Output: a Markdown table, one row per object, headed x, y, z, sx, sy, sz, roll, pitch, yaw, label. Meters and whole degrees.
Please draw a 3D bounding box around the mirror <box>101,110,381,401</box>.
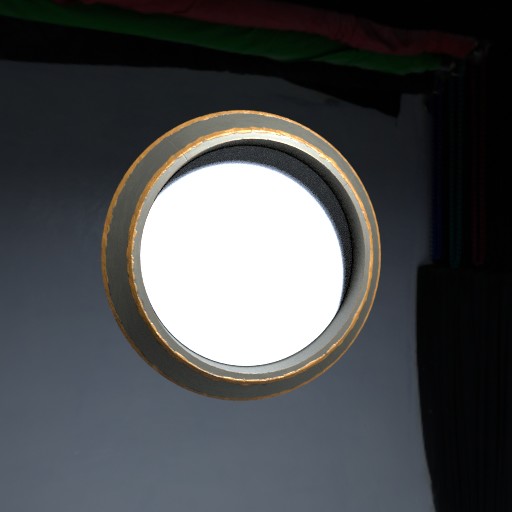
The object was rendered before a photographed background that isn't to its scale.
| x | y | z | sx | sy | sz | roll | pitch | yaw | label |
| --- | --- | --- | --- | --- | --- | --- | --- | --- | --- |
| 0.000 | 0.000 | 1.372 | 0.907 | 0.907 | 0.111 | 0 | 0 | -17 | mirror |
